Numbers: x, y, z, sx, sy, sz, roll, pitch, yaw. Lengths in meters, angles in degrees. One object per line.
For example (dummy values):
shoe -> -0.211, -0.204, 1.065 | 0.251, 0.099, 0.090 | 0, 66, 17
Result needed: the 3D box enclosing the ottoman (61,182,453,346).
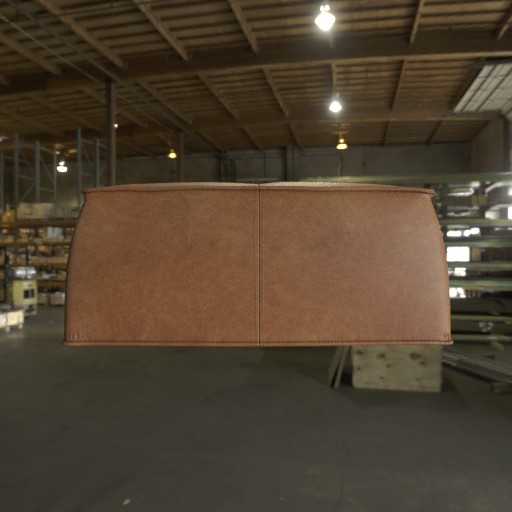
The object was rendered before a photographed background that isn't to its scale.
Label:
ottoman -> 0.000, 0.000, 1.387 | 0.902, 0.395, 0.901 | 0, 0, -1
